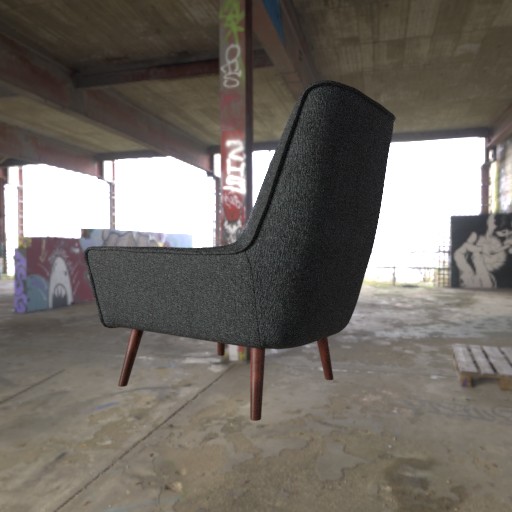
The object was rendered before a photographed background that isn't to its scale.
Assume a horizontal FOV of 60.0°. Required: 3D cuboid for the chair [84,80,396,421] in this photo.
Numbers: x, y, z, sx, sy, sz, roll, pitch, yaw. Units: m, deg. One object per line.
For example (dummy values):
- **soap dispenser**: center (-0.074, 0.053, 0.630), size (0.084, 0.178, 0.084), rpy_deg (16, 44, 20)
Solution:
- **chair**: center (0.000, 0.000, 1.484), size (0.859, 0.883, 0.763), rpy_deg (1, 2, 36)
